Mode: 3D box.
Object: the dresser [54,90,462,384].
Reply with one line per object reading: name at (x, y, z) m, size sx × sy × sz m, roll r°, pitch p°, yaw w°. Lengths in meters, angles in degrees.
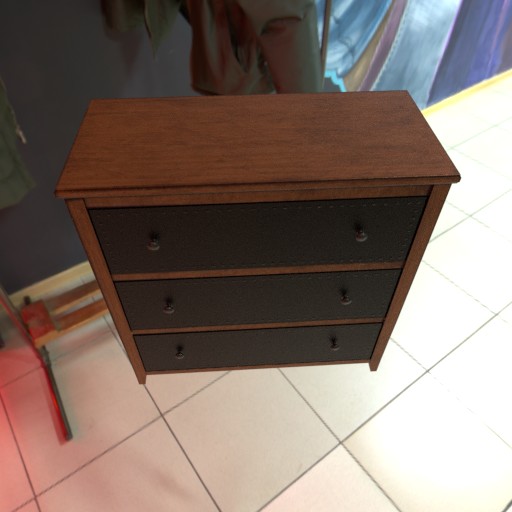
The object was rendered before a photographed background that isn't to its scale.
dresser at (0.000, 0.000, 1.979) m, size 1.250 × 1.224 × 0.591 m, roll -3°, pitch 47°, yaw -2°
